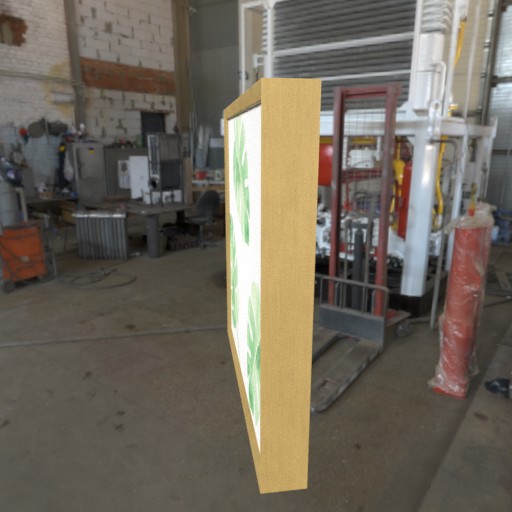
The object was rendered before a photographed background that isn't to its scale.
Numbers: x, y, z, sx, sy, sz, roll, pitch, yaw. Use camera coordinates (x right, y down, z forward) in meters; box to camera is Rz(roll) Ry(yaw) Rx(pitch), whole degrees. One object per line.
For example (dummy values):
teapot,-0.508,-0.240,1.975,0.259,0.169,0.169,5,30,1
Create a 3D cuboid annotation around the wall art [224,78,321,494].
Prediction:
wall art,0.000,0.000,0.457,0.038,0.305,0.305,-2,15,-8
